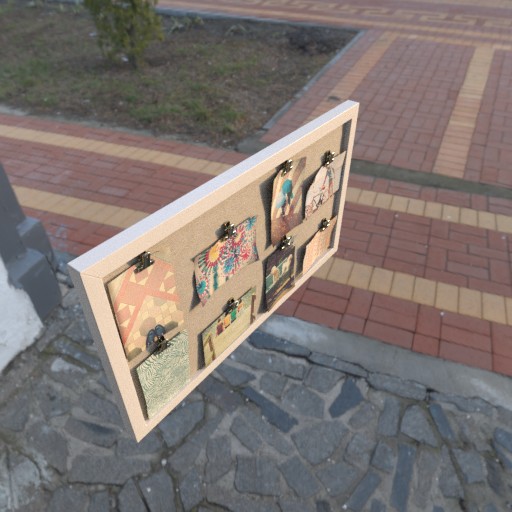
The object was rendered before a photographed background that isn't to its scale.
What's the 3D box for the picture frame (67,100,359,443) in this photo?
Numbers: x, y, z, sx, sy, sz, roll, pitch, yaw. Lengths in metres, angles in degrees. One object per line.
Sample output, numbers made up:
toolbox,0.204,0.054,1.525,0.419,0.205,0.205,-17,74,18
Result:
picture frame,0.000,0.000,0.810,0.044,0.379,0.647,27,47,29
